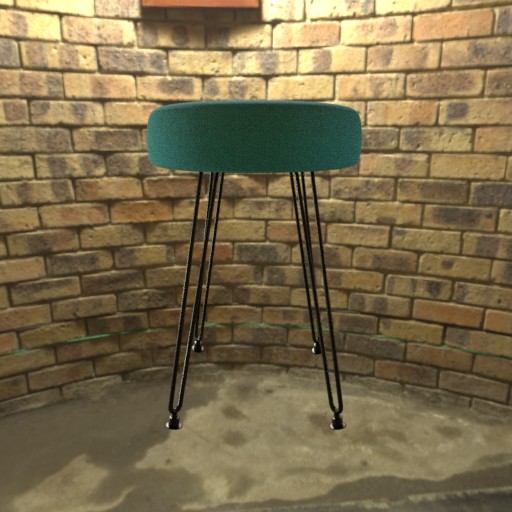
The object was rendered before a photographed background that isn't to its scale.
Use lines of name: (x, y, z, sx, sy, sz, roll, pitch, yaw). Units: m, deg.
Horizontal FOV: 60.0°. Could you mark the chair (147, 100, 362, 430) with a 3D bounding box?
chair: (0.000, 0.000, 0.681, 0.350, 0.440, 0.350, -14, 21, -42)
